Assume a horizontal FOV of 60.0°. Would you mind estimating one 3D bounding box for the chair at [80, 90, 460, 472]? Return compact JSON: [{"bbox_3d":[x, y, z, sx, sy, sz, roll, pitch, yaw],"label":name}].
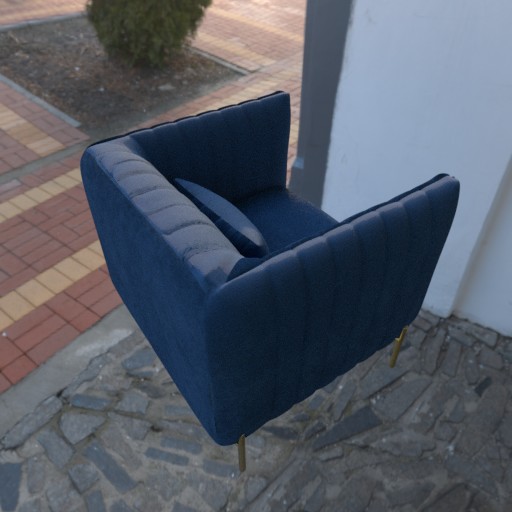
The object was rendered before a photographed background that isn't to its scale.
[{"bbox_3d":[0.000,0.000,1.590,0.877,0.793,0.947,-24,46,-25],"label":"chair"}]
